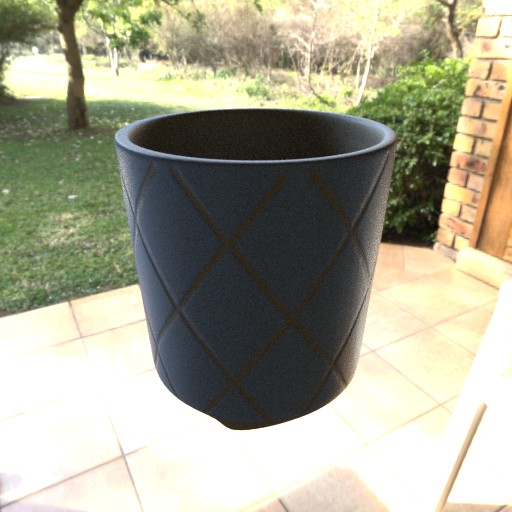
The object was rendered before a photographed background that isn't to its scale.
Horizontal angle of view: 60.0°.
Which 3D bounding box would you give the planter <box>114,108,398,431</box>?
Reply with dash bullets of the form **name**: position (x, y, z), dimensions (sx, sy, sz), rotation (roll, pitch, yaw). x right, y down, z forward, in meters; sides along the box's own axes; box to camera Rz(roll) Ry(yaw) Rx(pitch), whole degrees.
- **planter**: position (0.000, 0.000, 0.354), dimensions (0.191, 0.200, 0.191), rotation (0, 27, 0)
